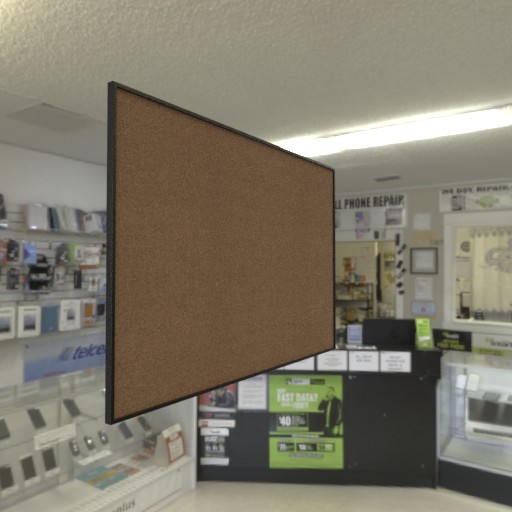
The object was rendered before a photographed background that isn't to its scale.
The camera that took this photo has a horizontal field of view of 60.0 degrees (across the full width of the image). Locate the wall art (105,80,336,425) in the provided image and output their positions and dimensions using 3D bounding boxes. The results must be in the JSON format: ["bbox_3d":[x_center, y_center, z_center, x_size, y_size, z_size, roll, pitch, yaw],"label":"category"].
[{"bbox_3d":[0.000,0.000,1.240,0.019,0.660,0.957,-1,-2,36],"label":"wall art"}]
